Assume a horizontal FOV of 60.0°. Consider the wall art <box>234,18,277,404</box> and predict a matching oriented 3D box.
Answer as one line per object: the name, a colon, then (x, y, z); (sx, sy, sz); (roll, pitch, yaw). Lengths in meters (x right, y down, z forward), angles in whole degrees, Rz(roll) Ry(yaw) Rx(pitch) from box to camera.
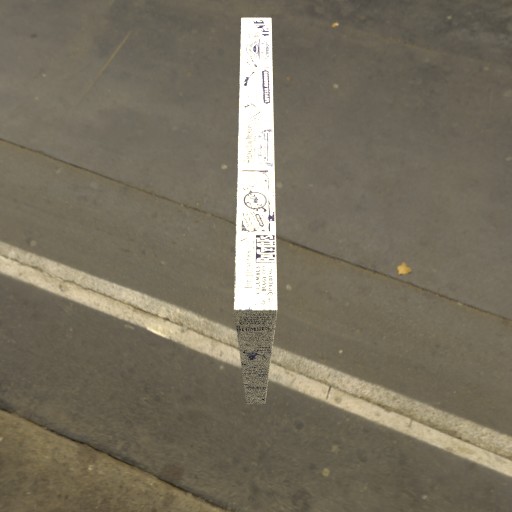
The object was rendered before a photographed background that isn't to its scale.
wall art: (0.000, 0.000, 0.479); (0.025, 0.376, 0.255); (0, 64, 0)
